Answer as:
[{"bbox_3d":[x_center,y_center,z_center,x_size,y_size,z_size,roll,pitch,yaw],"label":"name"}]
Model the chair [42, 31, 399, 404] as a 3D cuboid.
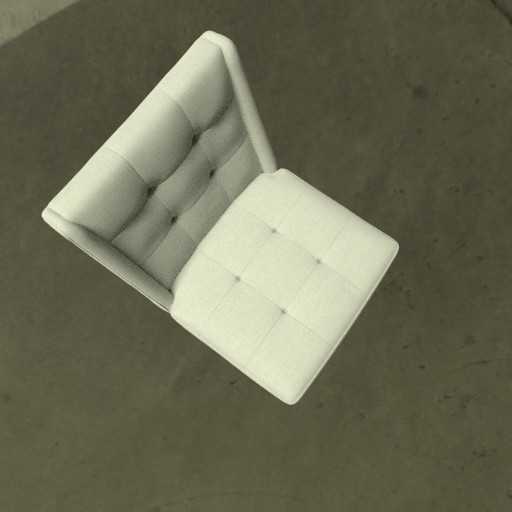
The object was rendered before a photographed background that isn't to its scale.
[{"bbox_3d":[0.000,0.000,1.280,0.676,0.853,0.569,35,78,9],"label":"chair"}]
